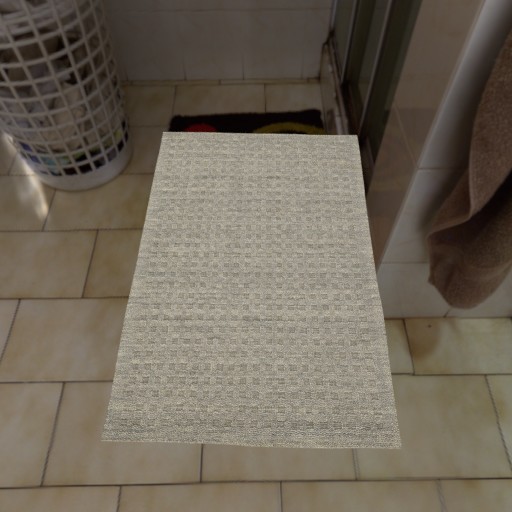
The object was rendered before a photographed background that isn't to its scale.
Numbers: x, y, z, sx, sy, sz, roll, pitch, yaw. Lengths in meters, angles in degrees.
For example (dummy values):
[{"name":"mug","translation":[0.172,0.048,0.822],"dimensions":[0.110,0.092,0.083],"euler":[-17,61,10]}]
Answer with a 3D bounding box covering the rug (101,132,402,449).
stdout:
[{"name":"rug","translation":[0.000,0.000,2.866],"dimensions":[1.532,0.018,2.297],"euler":[1,57,1]}]
